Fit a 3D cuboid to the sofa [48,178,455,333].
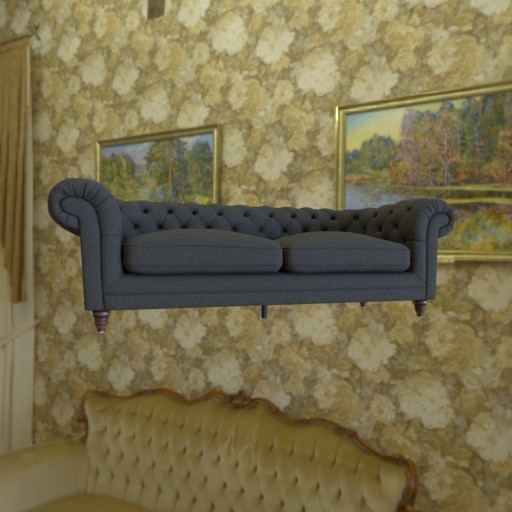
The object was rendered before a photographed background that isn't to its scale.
[{"bbox_3d":[0.000,0.000,2.848,2.362,0.762,0.991,0,-1,-19],"label":"sofa"}]
